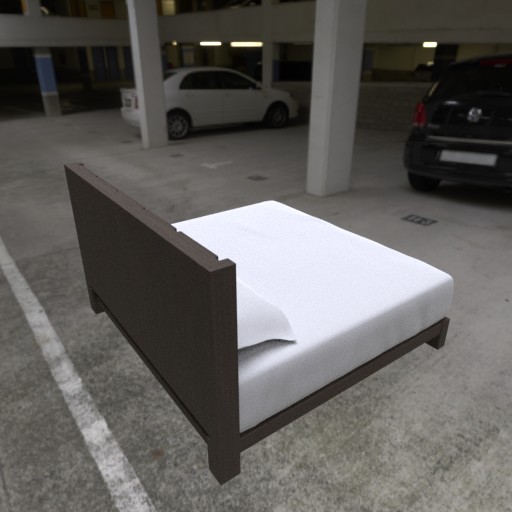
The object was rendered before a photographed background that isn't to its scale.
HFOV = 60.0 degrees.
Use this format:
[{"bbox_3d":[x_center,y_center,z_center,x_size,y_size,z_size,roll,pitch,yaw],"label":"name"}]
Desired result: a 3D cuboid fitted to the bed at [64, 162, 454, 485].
[{"bbox_3d":[0.000,0.000,3.356,2.012,1.270,2.134,-18,31,-32],"label":"bed"}]
